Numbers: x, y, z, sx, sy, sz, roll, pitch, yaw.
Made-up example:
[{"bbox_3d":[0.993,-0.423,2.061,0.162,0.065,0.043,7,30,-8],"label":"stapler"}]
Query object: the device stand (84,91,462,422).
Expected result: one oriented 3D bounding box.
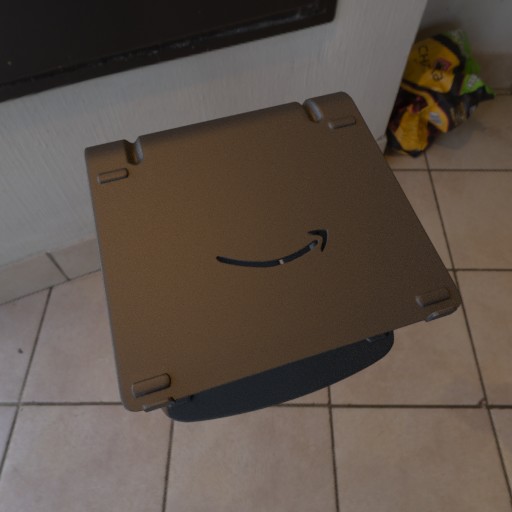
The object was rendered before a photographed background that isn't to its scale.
[{"bbox_3d":[0.000,0.000,0.402,0.256,0.155,0.236,-15,60,-9],"label":"device stand"}]
